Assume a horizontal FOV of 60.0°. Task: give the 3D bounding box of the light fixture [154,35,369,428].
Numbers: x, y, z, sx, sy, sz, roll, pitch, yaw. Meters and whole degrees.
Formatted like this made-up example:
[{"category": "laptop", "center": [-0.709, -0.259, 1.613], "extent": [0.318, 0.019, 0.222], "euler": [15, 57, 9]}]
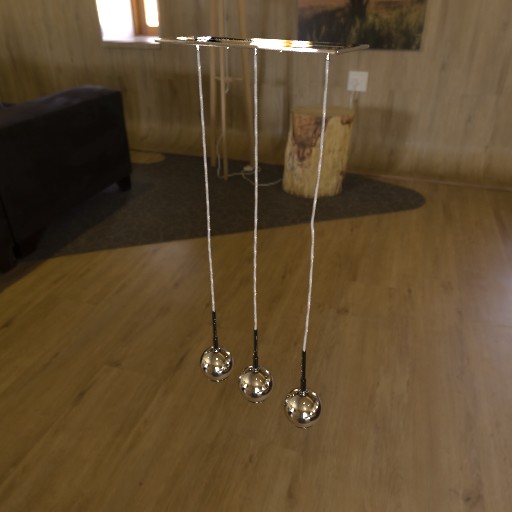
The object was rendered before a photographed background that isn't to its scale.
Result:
[{"category": "light fixture", "center": [0.000, 0.000, 1.613], "extent": [0.623, 1.408, 0.188], "euler": [19, 35, 29]}]
